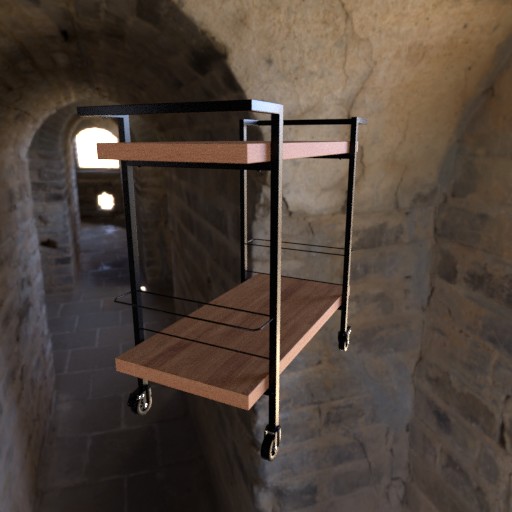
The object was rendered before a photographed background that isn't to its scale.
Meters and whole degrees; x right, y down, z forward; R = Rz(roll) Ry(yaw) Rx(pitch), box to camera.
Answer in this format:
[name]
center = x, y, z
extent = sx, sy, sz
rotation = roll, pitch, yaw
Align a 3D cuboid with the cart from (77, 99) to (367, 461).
[cart]
center = 0.000, 0.000, 1.247
extent = 0.406, 0.762, 0.806
rotation = 7, 17, 26
